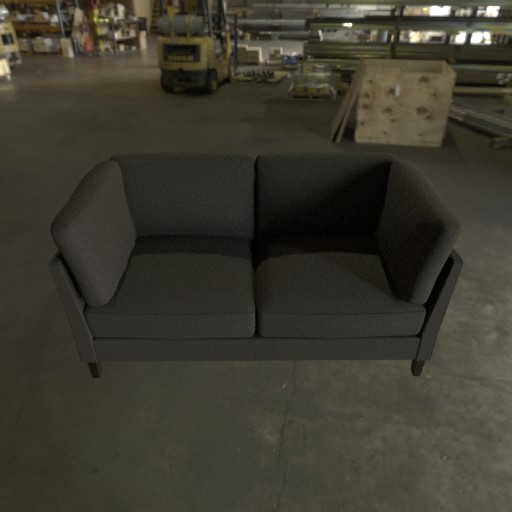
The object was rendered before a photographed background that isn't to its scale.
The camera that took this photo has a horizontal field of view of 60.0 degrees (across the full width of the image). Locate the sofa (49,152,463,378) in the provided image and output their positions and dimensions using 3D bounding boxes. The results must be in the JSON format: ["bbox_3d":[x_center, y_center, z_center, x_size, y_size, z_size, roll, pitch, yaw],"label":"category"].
[{"bbox_3d":[0.000,0.000,2.352,1.751,0.920,0.969,0,30,0],"label":"sofa"}]
